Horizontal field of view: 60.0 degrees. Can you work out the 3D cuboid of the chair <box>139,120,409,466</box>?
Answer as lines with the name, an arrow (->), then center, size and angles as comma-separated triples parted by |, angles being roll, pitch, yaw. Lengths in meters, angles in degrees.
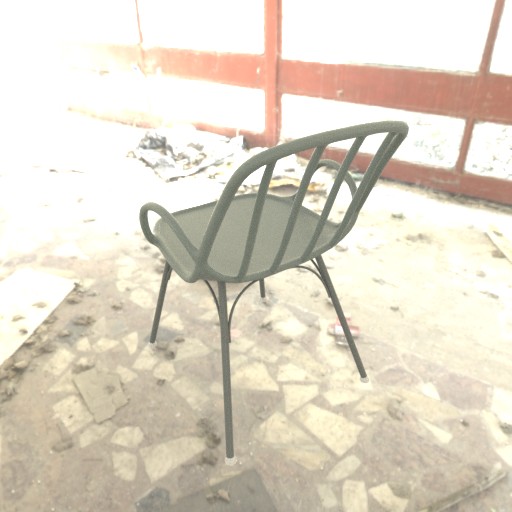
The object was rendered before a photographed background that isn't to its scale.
chair -> 0.000, 0.000, 1.203 | 0.549, 0.816, 0.597 | -19, 36, -29
